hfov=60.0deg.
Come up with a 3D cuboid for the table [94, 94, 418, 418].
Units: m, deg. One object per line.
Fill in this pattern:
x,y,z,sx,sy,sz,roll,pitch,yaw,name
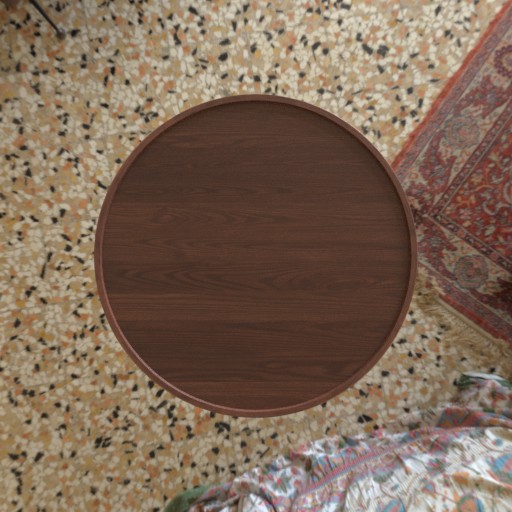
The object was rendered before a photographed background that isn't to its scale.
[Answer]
0.000,0.000,1.274,0.800,0.360,0.800,0,90,0,table
